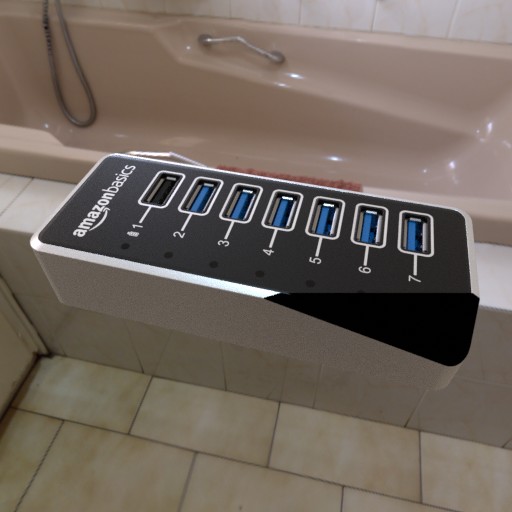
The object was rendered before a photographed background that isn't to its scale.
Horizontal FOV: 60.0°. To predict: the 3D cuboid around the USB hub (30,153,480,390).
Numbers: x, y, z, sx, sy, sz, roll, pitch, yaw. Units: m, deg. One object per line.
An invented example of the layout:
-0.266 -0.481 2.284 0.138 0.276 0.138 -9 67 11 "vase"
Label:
0.000 0.000 0.124 0.110 0.023 0.044 11 48 10 "USB hub"
